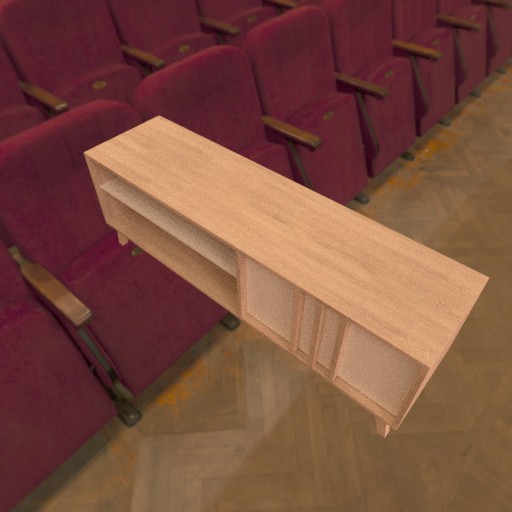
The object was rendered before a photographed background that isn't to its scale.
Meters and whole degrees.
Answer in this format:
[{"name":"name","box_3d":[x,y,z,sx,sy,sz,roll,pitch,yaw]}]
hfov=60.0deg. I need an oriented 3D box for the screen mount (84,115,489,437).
[{"name":"screen mount","box_3d":[0.000,0.000,1.744,1.500,0.510,0.400,32,54,27]}]
